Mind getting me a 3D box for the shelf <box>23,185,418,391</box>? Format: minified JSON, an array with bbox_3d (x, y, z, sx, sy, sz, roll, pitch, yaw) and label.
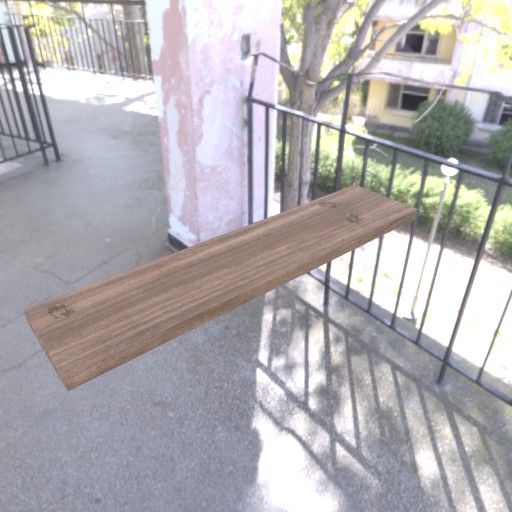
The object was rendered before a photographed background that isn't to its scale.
[{"bbox_3d":[0.000,0.000,0.656,0.610,0.020,0.140,-23,39,-32],"label":"shelf"}]
